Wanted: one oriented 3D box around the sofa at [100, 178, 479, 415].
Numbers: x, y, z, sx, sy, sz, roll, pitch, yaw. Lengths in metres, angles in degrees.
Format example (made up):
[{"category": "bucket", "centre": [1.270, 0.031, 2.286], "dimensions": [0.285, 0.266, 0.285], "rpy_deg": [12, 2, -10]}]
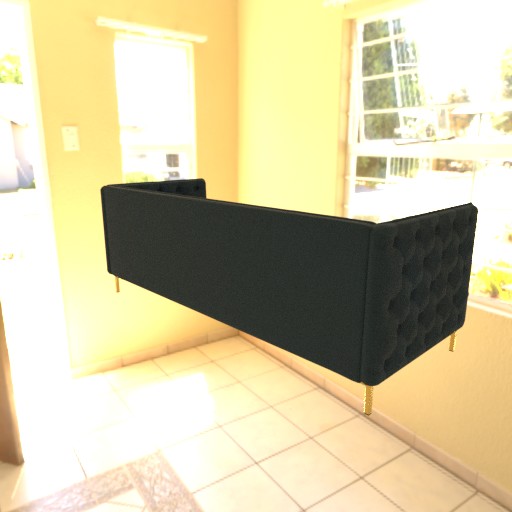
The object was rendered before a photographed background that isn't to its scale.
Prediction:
[{"category": "sofa", "centre": [0.000, 0.000, 2.653], "dimensions": [0.895, 0.771, 2.209], "rpy_deg": [-13, 19, -42]}]
